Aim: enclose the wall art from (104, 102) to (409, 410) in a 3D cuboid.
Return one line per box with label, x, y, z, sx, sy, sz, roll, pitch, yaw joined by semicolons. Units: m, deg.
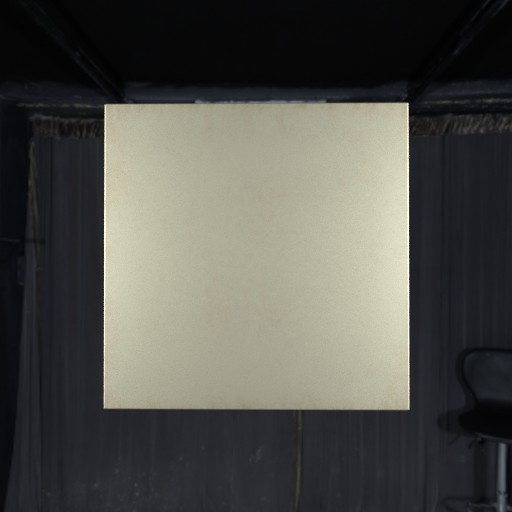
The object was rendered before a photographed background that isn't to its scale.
wall art;0.000;0.000;0.746;0.503;0.506;0.030;0;-1;1
